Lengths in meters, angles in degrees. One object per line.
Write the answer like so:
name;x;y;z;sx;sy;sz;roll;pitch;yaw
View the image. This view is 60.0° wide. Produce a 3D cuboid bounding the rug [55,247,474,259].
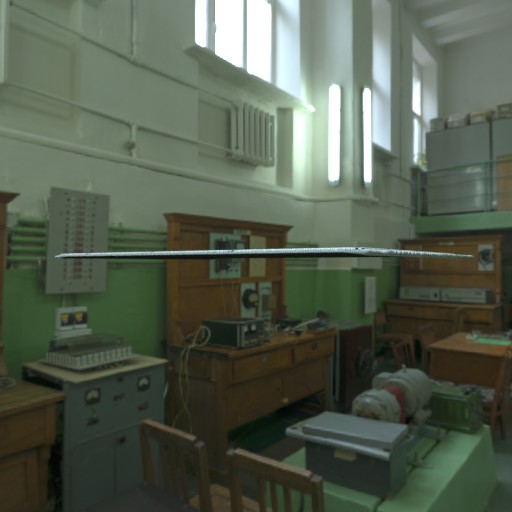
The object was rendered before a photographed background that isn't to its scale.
rug;0.000;0.000;2.867;2.307;0.031;1.494;-1;-1;36
